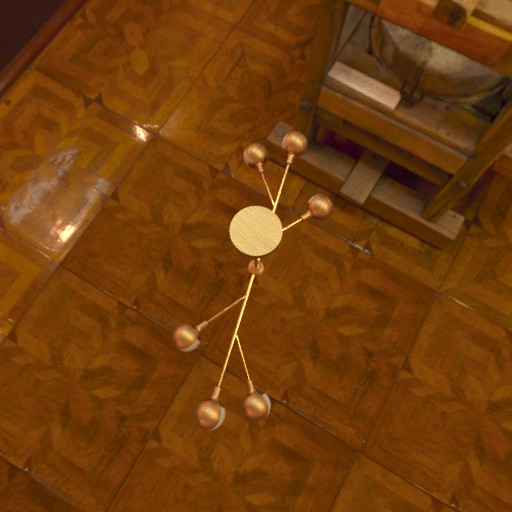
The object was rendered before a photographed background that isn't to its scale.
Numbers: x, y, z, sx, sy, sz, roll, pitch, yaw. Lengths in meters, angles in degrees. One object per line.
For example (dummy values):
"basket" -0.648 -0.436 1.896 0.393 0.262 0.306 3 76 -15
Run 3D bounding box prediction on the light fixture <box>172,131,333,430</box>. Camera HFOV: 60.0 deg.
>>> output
"light fixture" 0.000 0.000 1.022 0.434 0.362 0.778 32 77 8
